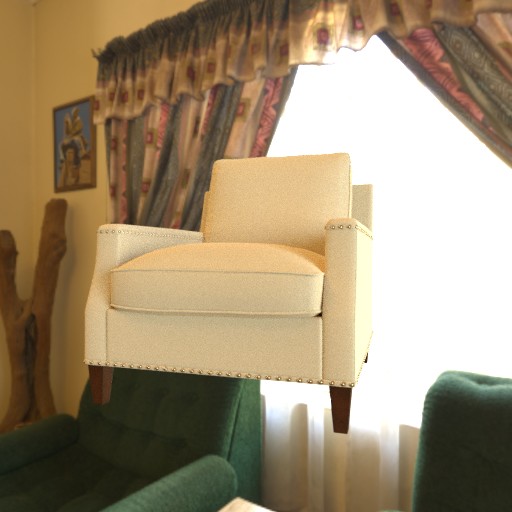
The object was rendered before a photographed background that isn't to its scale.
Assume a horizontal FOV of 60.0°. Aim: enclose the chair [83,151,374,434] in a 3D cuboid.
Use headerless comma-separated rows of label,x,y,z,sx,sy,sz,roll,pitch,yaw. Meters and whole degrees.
chair,0.000,0.000,1.728,0.853,0.943,1.014,0,0,18
